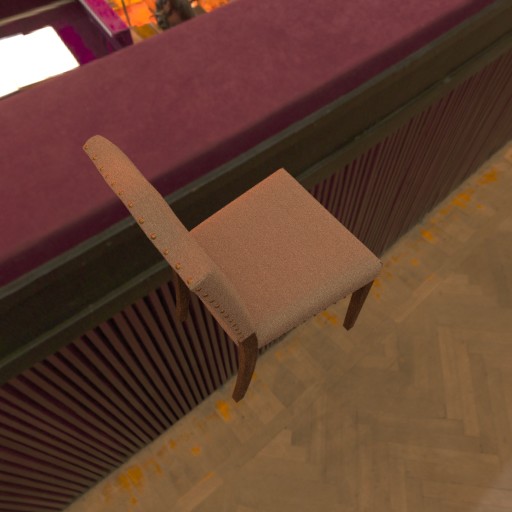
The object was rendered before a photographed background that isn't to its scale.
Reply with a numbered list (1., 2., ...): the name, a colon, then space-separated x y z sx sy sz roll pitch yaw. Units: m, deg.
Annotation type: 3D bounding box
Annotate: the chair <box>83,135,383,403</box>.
1. chair: 0.000 0.000 1.344 0.620 1.020 0.508 -33 64 -18
